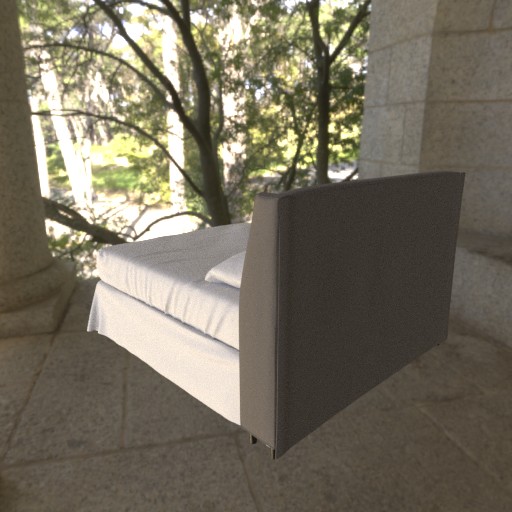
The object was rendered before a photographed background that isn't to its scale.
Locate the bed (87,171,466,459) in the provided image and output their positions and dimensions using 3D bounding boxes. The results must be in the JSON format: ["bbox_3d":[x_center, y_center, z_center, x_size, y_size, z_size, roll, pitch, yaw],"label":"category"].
[{"bbox_3d":[0.000,0.000,3.396,1.925,1.332,2.276,-14,20,-42],"label":"bed"}]
